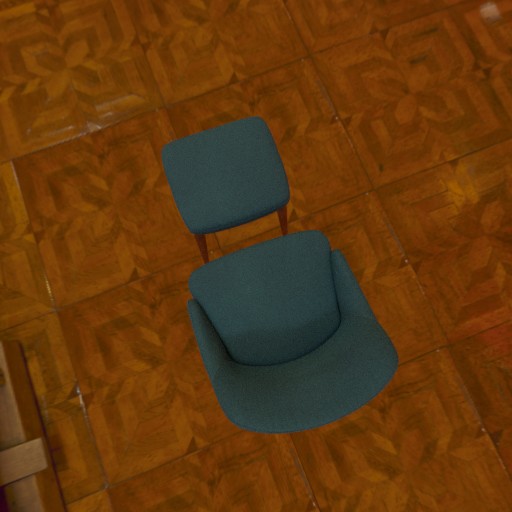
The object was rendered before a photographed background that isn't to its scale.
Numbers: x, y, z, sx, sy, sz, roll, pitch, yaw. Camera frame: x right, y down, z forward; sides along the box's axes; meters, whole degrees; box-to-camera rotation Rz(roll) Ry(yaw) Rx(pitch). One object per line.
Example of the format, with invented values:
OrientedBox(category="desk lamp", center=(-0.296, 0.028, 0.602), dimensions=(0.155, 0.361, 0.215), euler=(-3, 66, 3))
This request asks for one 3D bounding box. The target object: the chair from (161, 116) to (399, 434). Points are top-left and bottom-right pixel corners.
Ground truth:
OrientedBox(category="chair", center=(0.000, 0.000, 1.635), dimensions=(0.584, 0.866, 1.114), euler=(-19, 78, -4))
